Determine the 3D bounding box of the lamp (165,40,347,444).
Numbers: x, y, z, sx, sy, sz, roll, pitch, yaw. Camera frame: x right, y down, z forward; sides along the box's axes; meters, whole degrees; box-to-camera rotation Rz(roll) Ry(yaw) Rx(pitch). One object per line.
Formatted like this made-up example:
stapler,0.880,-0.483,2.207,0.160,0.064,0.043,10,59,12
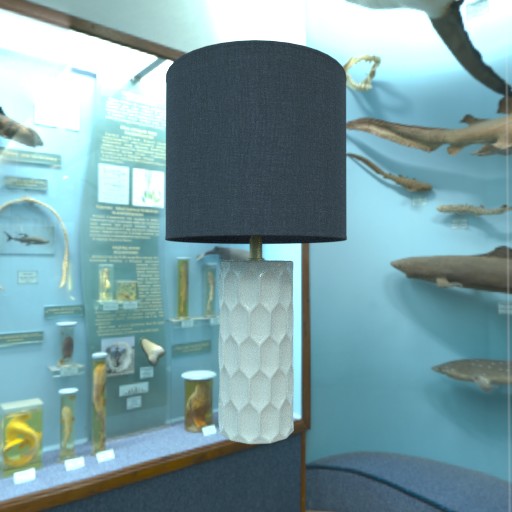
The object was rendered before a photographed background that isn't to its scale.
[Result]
lamp,0.000,0.000,0.688,0.277,0.537,0.277,0,-1,-35
